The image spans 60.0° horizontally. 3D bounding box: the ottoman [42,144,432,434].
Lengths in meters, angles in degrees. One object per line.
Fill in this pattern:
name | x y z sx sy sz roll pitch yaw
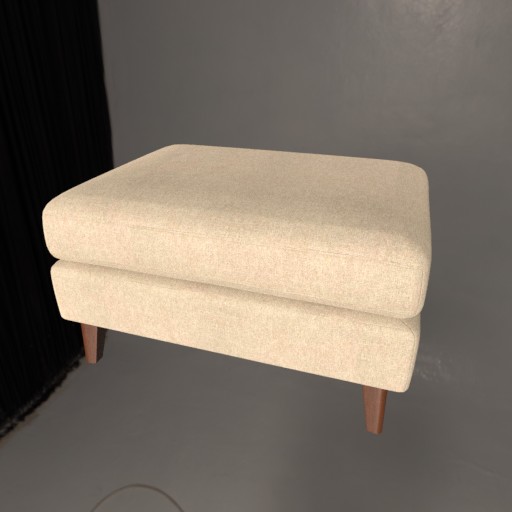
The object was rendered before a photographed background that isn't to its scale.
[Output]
ottoman | 0.000 0.000 1.181 0.823 0.478 0.610 8 28 16
